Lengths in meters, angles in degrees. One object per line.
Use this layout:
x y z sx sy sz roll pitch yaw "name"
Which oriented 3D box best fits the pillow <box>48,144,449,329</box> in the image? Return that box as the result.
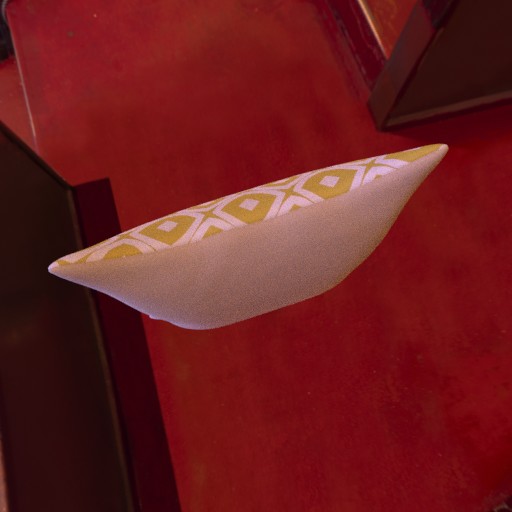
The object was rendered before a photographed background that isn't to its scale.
0.000 0.000 0.766 0.504 0.494 0.188 -18 76 -4 "pillow"
